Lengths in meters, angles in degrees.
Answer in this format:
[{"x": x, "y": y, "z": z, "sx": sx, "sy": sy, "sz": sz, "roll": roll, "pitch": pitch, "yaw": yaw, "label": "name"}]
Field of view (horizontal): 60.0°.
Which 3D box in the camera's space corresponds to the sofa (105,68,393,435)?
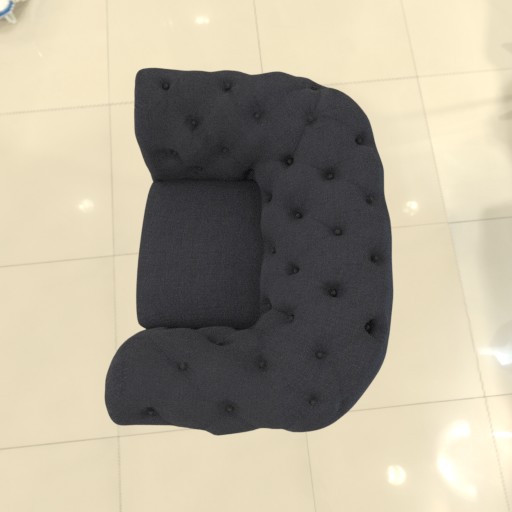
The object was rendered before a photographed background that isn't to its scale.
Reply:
[{"x": 0.000, "y": 0.000, "z": 1.971, "sx": 1.032, "sy": 0.878, "sz": 1.405, "roll": 1, "pitch": 77, "yaw": 0, "label": "sofa"}]
